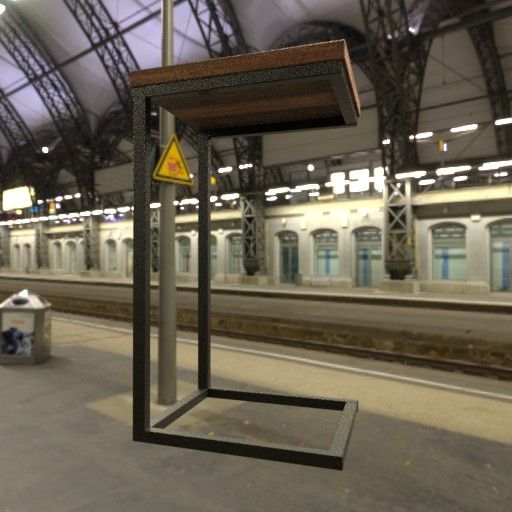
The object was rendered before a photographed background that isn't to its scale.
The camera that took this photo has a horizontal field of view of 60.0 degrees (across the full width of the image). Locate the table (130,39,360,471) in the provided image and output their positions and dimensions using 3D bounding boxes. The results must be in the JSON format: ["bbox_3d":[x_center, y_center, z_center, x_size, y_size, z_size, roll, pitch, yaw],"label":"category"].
[{"bbox_3d":[0.000,0.000,0.950,0.414,0.718,0.323,0,-1,18],"label":"table"}]
